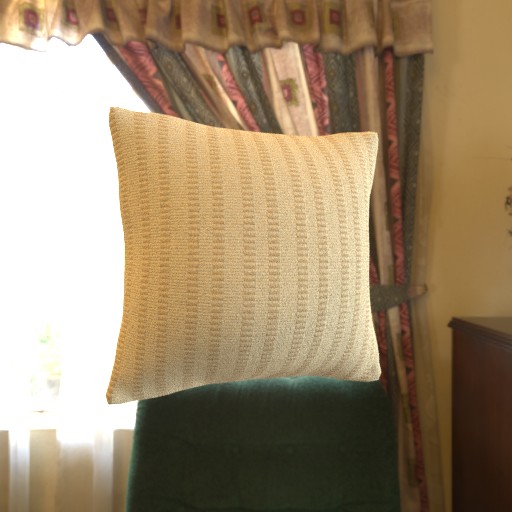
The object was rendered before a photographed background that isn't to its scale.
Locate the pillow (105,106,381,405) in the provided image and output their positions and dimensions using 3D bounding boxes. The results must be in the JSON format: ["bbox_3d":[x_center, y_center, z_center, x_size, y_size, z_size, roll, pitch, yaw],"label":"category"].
[{"bbox_3d":[0.000,0.000,0.683,0.438,0.419,0.247,0,-1,-18],"label":"pillow"}]
